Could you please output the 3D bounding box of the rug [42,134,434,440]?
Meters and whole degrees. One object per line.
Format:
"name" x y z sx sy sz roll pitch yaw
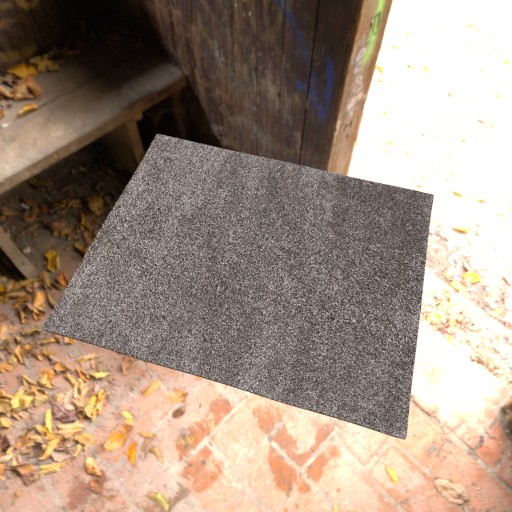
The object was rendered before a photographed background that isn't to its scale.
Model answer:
"rug" 0.000 0.000 4.056 3.000 0.025 2.401 14 59 9
